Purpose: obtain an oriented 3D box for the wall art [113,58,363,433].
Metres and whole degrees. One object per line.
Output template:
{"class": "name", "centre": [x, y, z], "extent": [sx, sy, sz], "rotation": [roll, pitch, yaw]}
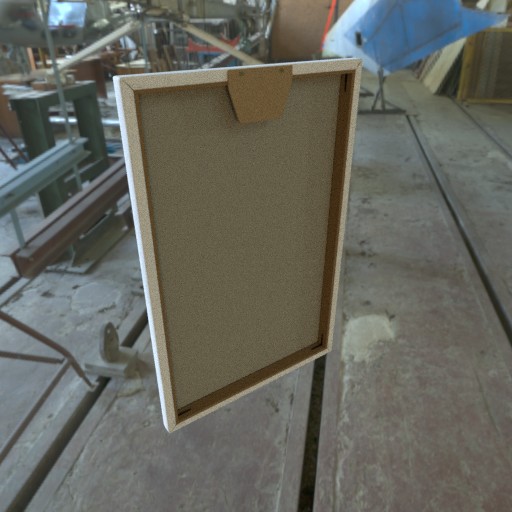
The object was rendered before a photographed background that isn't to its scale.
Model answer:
{"class": "wall art", "centre": [0.000, 0.000, 1.156], "extent": [0.602, 0.916, 0.048], "rotation": [-18, 34, -29]}
